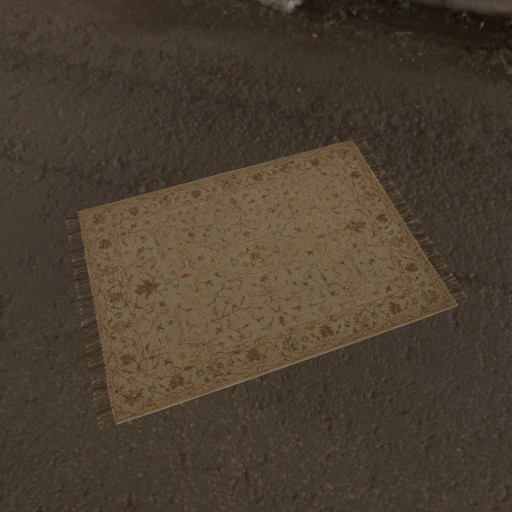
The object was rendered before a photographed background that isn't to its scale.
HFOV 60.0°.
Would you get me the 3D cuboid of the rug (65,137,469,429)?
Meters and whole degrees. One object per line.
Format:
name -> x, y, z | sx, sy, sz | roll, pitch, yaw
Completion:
rug -> 0.000, 0.000, 2.353 | 1.861, 0.017, 1.218 | -17, 60, -10
